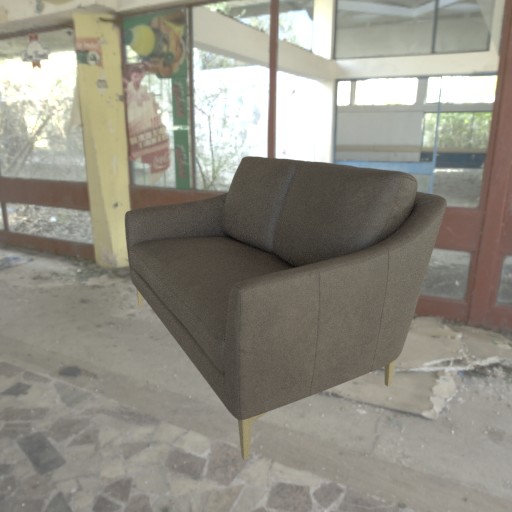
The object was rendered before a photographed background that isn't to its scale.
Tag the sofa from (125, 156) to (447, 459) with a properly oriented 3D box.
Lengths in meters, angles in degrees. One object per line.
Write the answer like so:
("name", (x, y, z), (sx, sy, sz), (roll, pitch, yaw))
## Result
("sofa", (0.000, 0.000, 2.156), (0.960, 0.902, 1.619), (-7, 17, -26))
